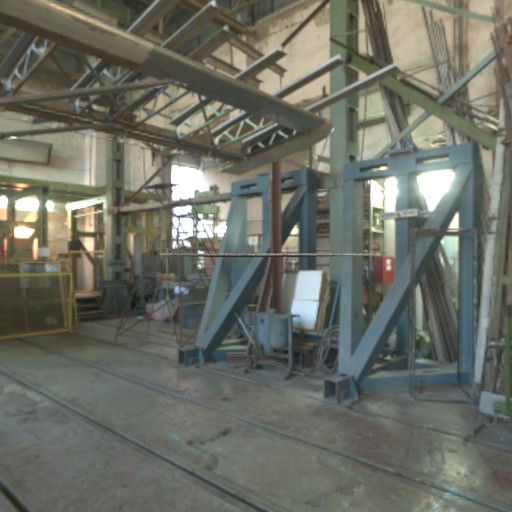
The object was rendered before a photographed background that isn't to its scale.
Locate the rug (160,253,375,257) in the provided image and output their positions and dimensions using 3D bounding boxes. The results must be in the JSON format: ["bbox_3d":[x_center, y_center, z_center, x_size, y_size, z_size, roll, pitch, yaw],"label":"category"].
[{"bbox_3d":[0.000,0.000,2.669,0.706,0.009,2.443,0,0,-2],"label":"rug"}]
